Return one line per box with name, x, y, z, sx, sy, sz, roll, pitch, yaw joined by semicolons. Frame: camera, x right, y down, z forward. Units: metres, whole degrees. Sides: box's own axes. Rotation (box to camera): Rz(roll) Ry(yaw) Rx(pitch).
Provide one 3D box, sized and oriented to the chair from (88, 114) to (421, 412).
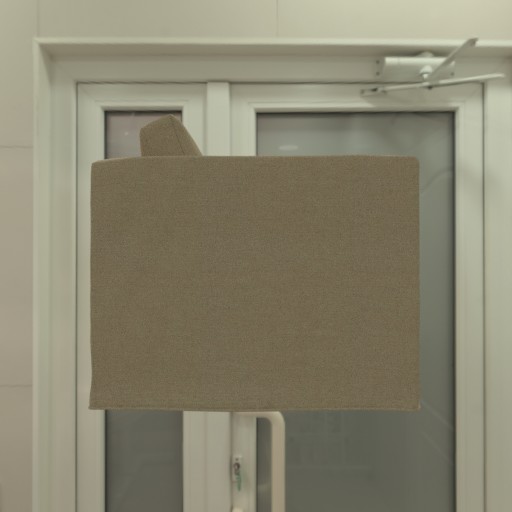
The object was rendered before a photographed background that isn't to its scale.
chair;0.000;0.000;1.732;0.949;0.863;1.057;0;0;0
